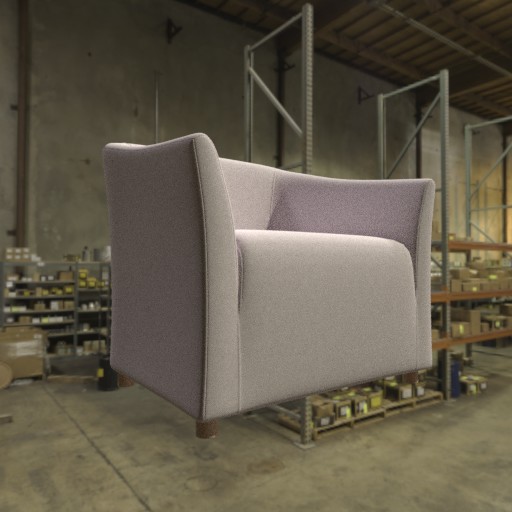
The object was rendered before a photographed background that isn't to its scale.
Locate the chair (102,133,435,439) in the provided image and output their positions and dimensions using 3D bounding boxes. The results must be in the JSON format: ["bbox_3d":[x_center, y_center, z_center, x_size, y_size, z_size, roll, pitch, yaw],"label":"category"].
[{"bbox_3d":[0.000,0.000,1.309,0.790,0.720,0.700,1,-1,-36],"label":"chair"}]
